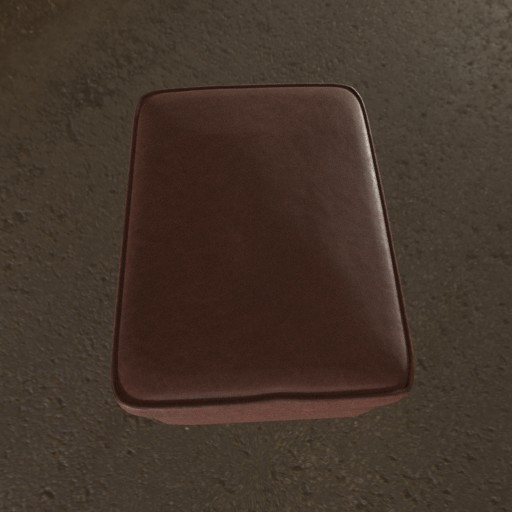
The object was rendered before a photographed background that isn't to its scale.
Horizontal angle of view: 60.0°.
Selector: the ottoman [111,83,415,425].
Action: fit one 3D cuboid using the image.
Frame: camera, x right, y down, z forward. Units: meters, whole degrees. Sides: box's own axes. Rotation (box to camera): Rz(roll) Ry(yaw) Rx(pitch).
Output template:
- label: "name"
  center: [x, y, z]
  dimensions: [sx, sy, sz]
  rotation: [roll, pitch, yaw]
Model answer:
- label: "ottoman"
  center: [0.000, 0.000, 1.076]
  dimensions: [0.548, 0.449, 0.749]
  rotation: [-3, 65, -1]
